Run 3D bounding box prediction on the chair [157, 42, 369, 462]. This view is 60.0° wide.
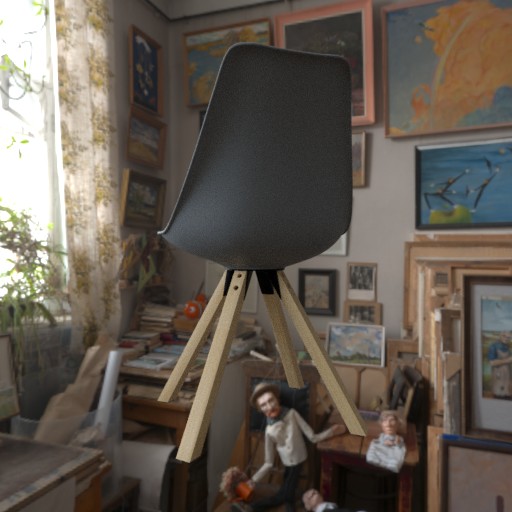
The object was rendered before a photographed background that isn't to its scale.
[{"bbox_3d":[0.000,0.000,1.149,0.485,0.850,0.549,0,1,-18],"label":"chair"}]
